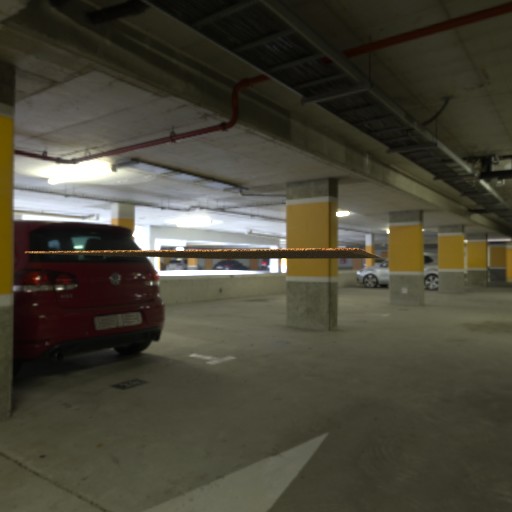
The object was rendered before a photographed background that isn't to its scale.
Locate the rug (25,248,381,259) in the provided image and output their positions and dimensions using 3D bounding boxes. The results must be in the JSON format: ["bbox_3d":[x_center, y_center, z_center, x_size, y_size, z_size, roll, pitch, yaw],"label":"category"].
[{"bbox_3d":[0.000,0.000,2.200,1.143,0.006,1.747,0,-1,18],"label":"rug"}]
